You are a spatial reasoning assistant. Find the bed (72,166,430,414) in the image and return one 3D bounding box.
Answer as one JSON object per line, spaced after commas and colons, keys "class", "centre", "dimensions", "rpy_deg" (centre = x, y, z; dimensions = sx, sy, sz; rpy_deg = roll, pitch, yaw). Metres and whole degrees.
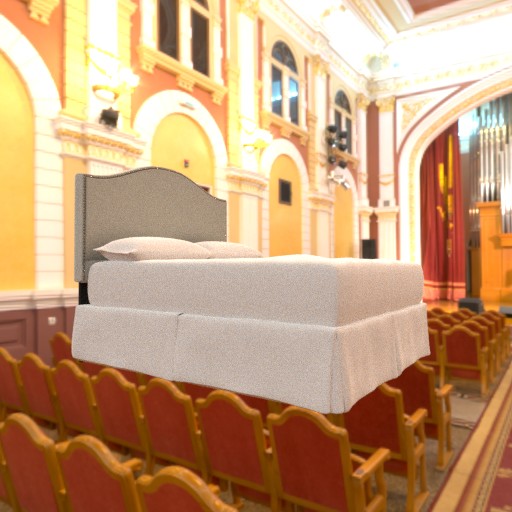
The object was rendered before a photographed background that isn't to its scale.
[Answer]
{"class": "bed", "centre": [0.000, 0.000, 3.403], "dimensions": [2.180, 1.607, 1.813], "rpy_deg": [-1, -1, 35]}
